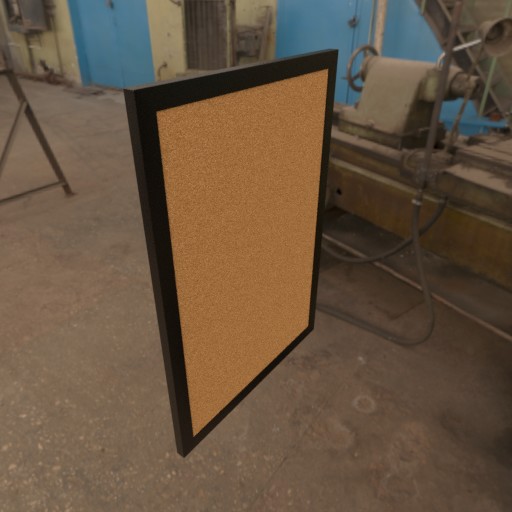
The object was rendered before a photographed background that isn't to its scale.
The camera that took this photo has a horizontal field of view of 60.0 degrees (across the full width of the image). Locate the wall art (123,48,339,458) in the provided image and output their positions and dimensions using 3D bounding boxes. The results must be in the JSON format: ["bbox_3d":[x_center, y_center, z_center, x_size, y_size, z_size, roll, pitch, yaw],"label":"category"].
[{"bbox_3d":[0.000,0.000,0.818,0.019,0.656,0.462,22,38,32],"label":"wall art"}]
